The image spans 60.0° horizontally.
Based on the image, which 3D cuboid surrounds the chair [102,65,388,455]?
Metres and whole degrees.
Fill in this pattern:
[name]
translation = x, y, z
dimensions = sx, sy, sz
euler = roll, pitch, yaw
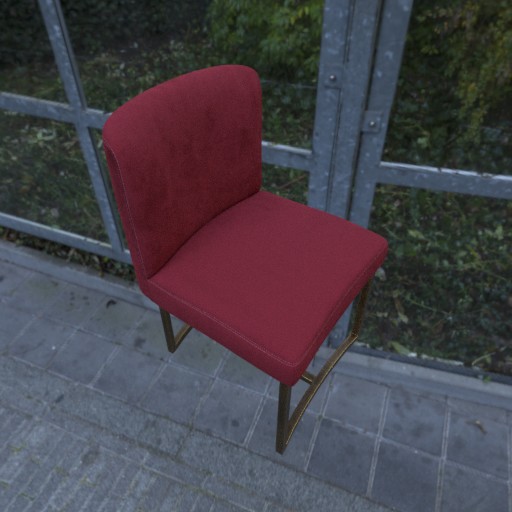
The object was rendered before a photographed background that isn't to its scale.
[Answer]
[chair]
translation = 0.000, 0.000, 1.191
dimensions = 0.560, 0.824, 0.530
euler = 25, 47, 25
